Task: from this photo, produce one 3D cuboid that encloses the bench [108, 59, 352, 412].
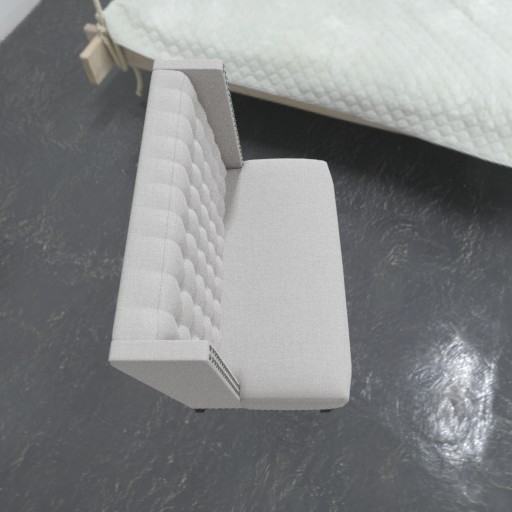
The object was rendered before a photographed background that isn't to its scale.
[{"bbox_3d":[0.000,0.000,2.035,0.847,1.123,1.280,0,63,0],"label":"bench"}]
